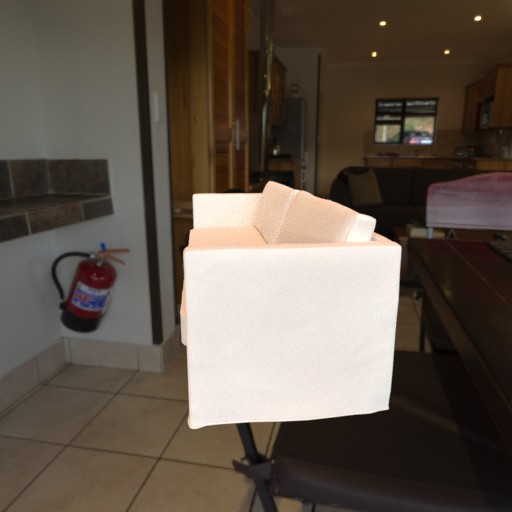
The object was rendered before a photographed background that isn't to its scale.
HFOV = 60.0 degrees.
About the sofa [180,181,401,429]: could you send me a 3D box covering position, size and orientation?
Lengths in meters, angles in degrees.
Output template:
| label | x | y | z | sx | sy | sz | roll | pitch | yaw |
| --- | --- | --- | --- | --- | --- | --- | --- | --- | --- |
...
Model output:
| label | x | y | z | sx | sy | sz | roll | pitch | yaw |
| --- | --- | --- | --- | --- | --- | --- | --- | --- | --- |
| sofa | 0.000 | 0.000 | 3.354 | 1.036 | 0.999 | 2.779 | -2 | 13 | -7 |
